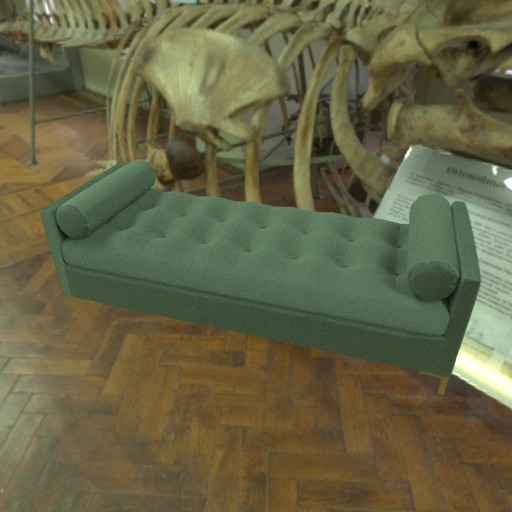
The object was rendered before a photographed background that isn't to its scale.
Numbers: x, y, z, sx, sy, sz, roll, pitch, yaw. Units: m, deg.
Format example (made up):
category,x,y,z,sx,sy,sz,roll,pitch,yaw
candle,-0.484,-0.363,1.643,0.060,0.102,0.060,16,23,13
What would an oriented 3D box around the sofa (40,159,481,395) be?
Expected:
category,x,y,z,sx,sy,sz,roll,pitch,yaw
sofa,0.000,0.000,2.440,2.102,0.705,0.796,9,33,15
